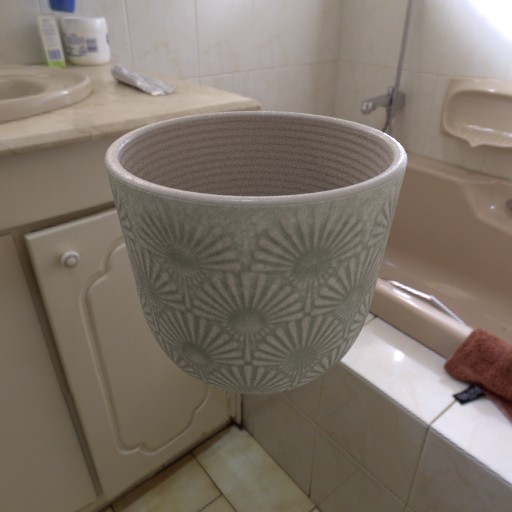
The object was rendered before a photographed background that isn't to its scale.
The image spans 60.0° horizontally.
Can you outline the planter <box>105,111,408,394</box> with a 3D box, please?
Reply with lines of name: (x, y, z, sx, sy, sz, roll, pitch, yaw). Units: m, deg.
planter: (0.000, 0.000, 0.295, 0.170, 0.152, 0.170, 0, 30, 0)
